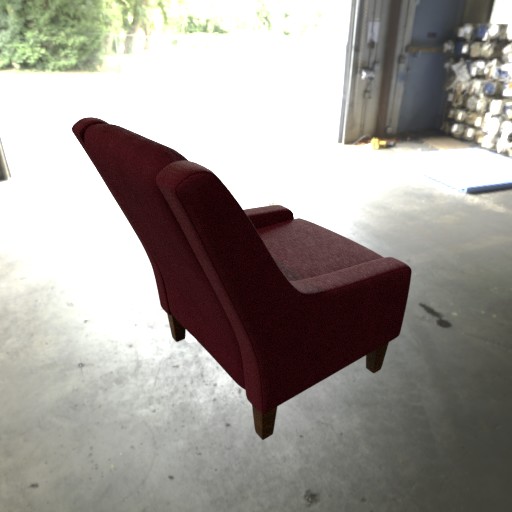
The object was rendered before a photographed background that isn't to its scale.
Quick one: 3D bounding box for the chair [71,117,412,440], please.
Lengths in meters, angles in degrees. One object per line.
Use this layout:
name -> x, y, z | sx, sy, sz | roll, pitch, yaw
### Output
chair -> 0.000, 0.000, 1.681 | 0.985, 1.017, 0.793 | -18, 33, -31
